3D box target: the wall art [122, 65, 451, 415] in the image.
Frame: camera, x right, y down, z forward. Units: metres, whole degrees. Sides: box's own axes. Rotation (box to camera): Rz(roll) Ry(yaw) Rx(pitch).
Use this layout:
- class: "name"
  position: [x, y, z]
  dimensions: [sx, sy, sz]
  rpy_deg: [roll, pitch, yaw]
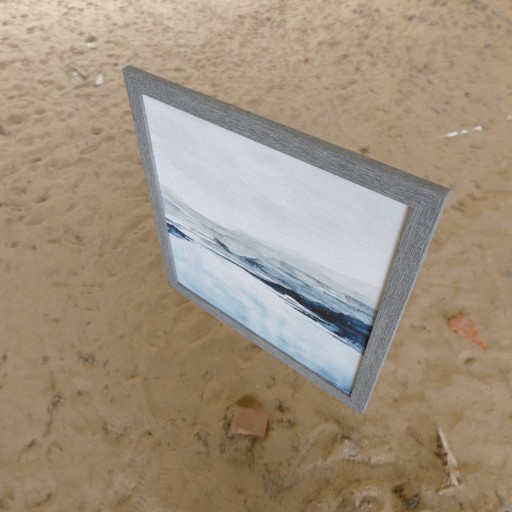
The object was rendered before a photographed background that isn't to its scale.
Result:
- class: "wall art"
  position: [0.000, 0.000, 1.011]
  dimensions: [0.685, 0.685, 0.020]
  rpy_deg: [29, 52, 26]
